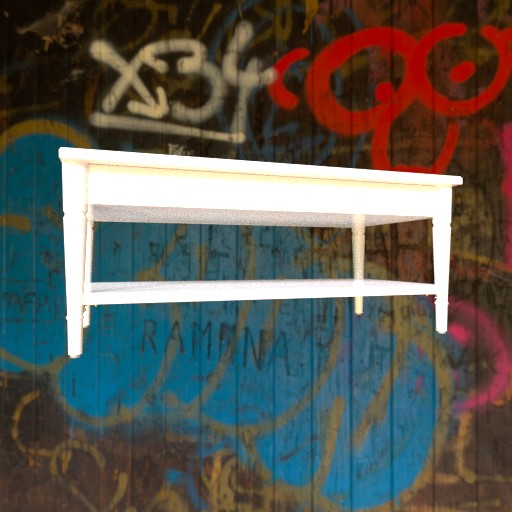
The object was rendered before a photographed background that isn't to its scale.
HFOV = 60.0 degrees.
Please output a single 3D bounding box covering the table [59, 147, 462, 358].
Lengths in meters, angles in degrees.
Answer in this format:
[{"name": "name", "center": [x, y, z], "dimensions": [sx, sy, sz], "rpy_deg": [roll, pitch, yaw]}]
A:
[{"name": "table", "center": [0.000, 0.000, 1.371], "dimensions": [1.067, 0.457, 0.559], "rpy_deg": [0, 0, -19]}]
